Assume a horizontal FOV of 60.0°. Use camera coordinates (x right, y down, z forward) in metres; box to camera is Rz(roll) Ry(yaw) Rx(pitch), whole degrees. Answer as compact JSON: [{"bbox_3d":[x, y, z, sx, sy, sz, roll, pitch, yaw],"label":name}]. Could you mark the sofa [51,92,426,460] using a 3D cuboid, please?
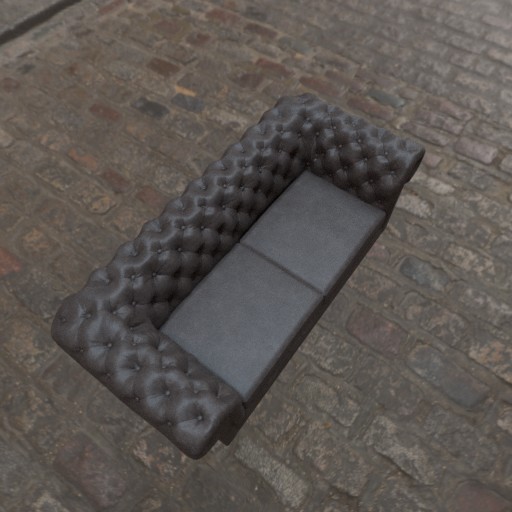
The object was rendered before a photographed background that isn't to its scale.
[{"bbox_3d":[0.000,0.000,2.501,0.944,0.779,2.048,32,64,18],"label":"sofa"}]
